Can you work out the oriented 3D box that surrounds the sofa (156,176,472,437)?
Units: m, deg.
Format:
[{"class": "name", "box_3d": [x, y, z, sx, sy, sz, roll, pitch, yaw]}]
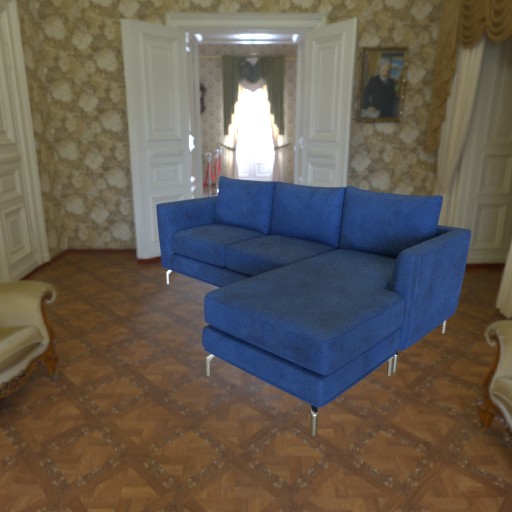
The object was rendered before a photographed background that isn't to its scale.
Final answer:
[{"class": "sofa", "box_3d": [0.000, 0.000, 3.254, 2.438, 0.987, 1.622, 14, 21, 42]}]
